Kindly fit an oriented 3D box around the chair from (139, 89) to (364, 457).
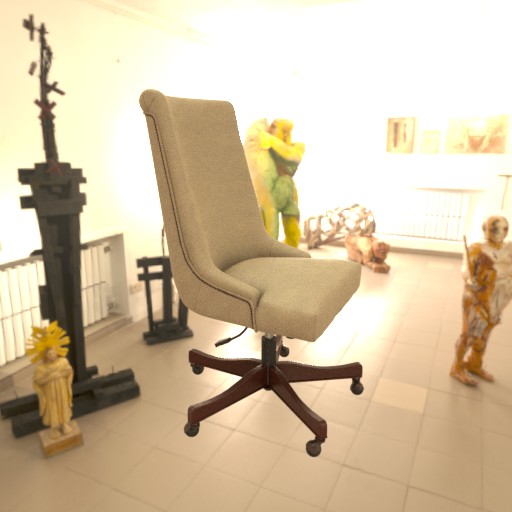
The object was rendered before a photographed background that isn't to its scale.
[{"bbox_3d":[0.000,0.000,1.447,0.696,1.010,0.645,7,16,25],"label":"chair"}]
